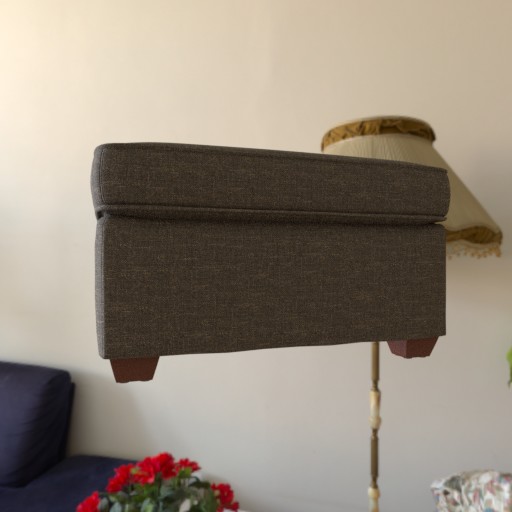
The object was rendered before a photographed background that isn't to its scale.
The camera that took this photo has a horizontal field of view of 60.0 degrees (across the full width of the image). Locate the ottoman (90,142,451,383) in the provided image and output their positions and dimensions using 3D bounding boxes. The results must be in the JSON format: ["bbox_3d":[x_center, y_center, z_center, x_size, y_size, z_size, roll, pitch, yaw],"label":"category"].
[{"bbox_3d":[0.000,0.000,1.084,0.749,0.450,0.549,0,0,-19],"label":"ottoman"}]
